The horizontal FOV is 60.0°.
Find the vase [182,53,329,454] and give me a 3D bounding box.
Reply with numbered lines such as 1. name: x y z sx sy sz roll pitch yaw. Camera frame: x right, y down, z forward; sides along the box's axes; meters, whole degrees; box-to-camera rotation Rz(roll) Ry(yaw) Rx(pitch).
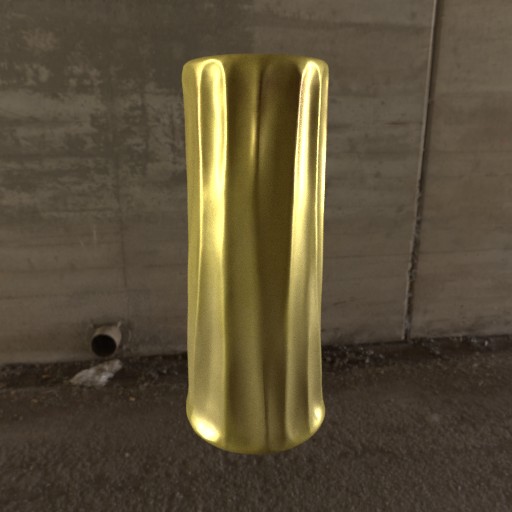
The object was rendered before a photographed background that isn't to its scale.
1. vase: 0.000 0.000 0.179 0.061 0.143 0.061 0 16 0
